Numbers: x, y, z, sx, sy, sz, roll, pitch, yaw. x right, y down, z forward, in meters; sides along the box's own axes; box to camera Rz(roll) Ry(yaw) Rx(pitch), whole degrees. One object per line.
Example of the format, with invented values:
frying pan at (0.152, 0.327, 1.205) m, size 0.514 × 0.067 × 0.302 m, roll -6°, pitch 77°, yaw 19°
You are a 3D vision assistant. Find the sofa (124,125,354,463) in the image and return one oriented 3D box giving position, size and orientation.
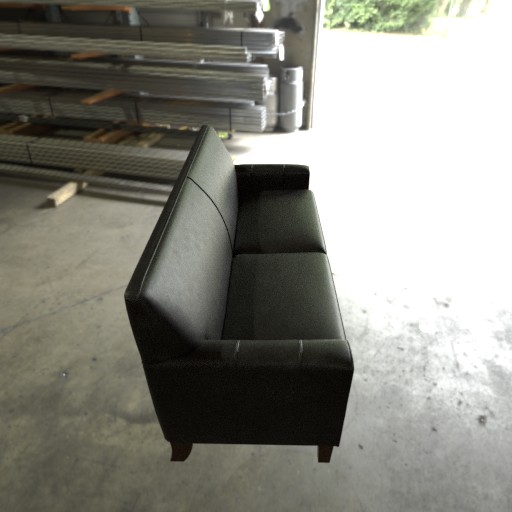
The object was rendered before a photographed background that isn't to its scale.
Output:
sofa at (0.000, 0.000, 2.502) m, size 0.805 × 0.947 × 2.053 m, roll 1°, pitch 31°, yaw 1°
